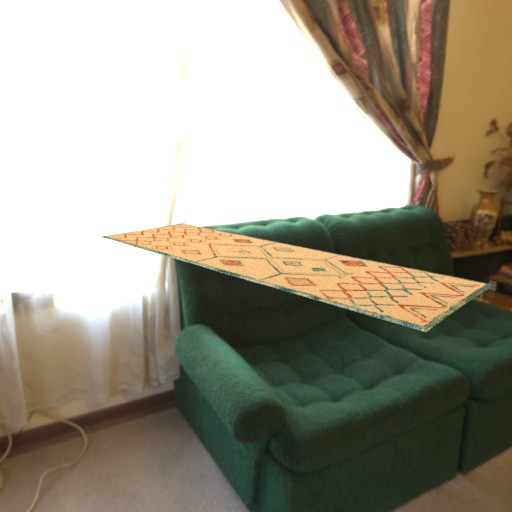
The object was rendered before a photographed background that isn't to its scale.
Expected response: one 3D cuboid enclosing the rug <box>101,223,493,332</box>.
[{"bbox_3d":[0.000,0.000,2.682,2.435,0.011,0.750,13,19,42],"label":"rug"}]
